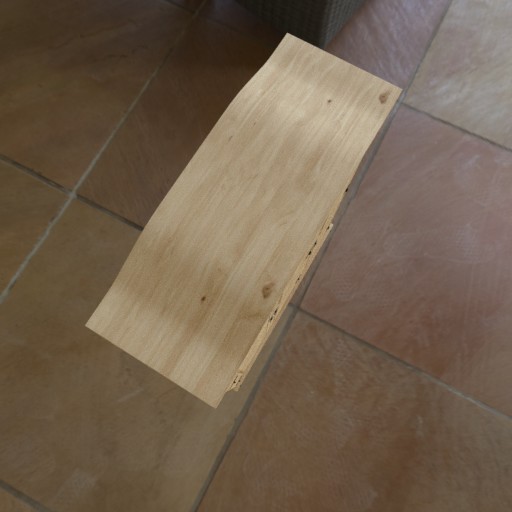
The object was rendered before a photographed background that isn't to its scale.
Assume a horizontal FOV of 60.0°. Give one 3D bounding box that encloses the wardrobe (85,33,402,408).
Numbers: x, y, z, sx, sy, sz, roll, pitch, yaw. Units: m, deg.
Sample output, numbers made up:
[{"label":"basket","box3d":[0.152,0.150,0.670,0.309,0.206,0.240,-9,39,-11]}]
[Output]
[{"label":"wardrobe","box3d":[0.000,0.000,2.587,0.570,1.870,1.500,30,77,8]}]
